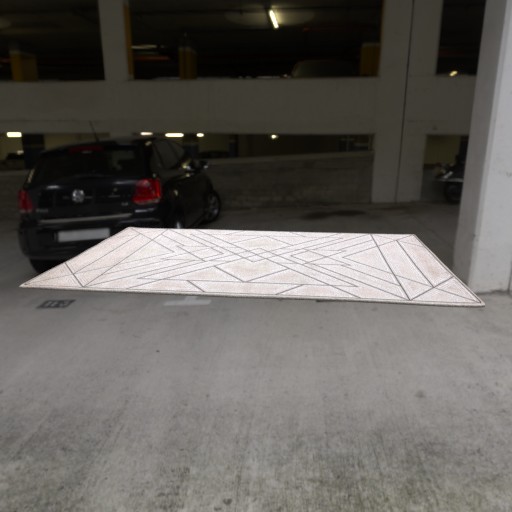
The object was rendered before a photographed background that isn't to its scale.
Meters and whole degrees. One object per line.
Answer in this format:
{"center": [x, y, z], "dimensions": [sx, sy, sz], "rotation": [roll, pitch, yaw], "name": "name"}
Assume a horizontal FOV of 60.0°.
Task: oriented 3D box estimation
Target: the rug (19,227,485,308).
{"center": [0.000, 0.000, 3.052], "dimensions": [2.459, 0.023, 1.575], "rotation": [2, 16, 6], "name": "rug"}
